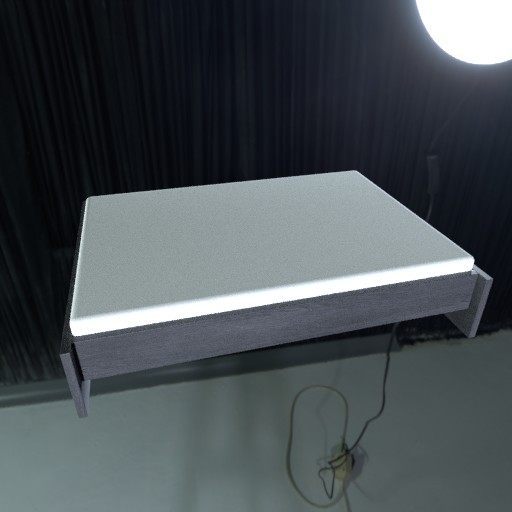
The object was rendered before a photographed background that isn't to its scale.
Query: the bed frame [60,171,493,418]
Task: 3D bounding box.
[{"bbox_3d":[0.000,0.000,2.591,1.950,0.432,1.490,-8,32,-13],"label":"bed frame"}]
